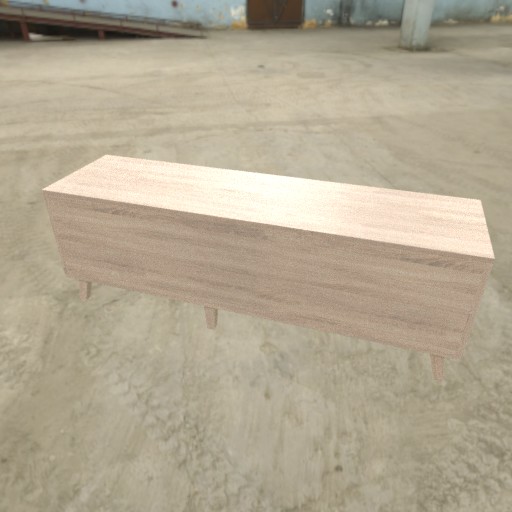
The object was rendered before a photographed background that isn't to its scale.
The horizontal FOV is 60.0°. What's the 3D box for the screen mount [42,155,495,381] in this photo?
[{"bbox_3d":[0.000,0.000,1.700,1.500,0.510,0.400,10,33,15],"label":"screen mount"}]
